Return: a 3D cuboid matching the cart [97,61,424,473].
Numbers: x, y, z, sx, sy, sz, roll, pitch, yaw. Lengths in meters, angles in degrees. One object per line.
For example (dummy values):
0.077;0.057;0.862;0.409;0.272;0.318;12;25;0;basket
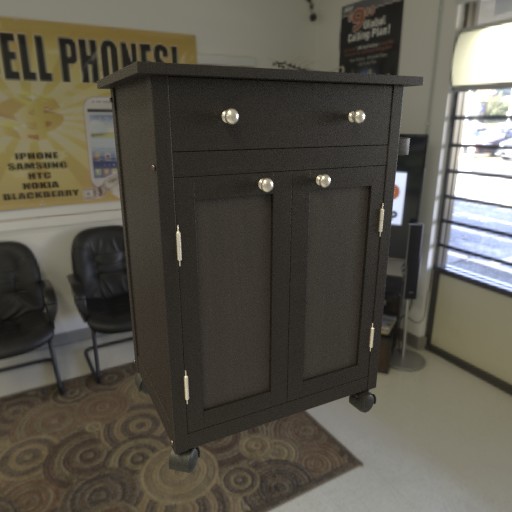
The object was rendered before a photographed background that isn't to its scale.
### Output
0.000;0.000;1.183;0.660;0.879;0.456;-8;19;-25;cart
